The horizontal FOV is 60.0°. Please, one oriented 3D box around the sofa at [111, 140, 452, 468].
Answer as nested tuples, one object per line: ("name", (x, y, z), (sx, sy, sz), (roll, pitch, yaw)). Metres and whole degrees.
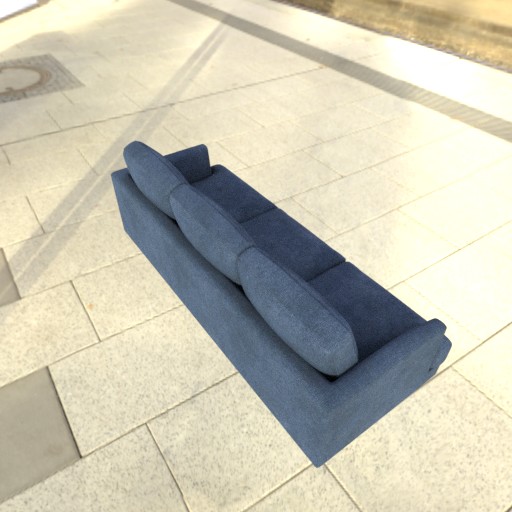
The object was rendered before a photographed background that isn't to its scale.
("sofa", (0.000, 0.000, 2.724), (0.903, 0.930, 2.246), (-25, 47, -26))
